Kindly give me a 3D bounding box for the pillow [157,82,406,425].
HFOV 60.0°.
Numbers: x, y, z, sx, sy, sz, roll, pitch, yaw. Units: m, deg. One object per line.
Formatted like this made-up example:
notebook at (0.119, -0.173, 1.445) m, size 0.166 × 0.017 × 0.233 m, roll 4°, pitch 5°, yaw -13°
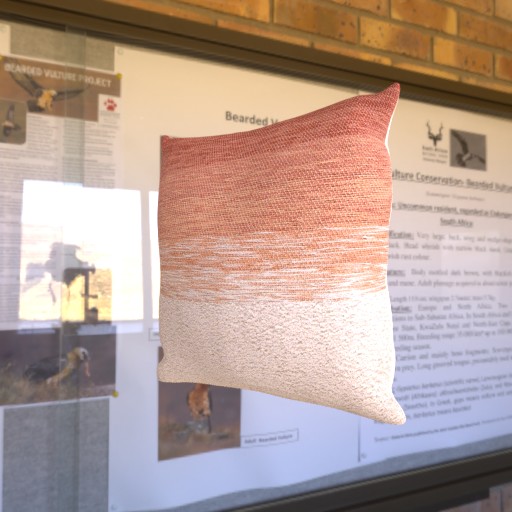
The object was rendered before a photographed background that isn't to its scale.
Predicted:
pillow at (0.000, 0.000, 0.672) m, size 0.440 × 0.441 × 0.182 m, roll -1°, pitch -2°, yaw 35°
